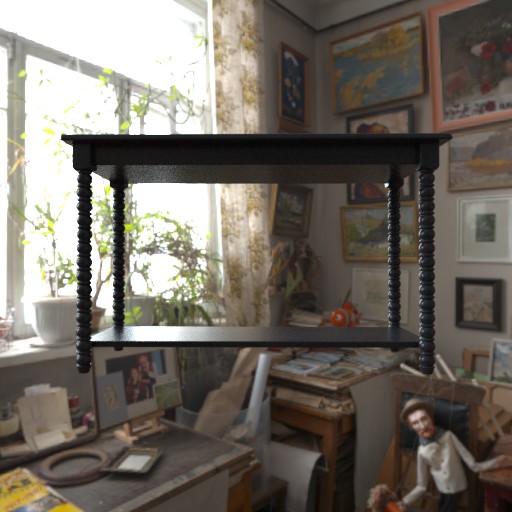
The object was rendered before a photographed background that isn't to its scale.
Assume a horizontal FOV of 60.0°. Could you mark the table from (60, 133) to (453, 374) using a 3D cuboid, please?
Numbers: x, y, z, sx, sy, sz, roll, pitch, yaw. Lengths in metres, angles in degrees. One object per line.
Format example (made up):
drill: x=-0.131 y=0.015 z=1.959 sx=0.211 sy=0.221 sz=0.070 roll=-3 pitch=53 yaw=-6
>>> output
table: x=0.000 y=0.000 z=1.554 sx=1.184 sy=0.735 sz=0.459 roll=0 pitch=0 yaw=1
